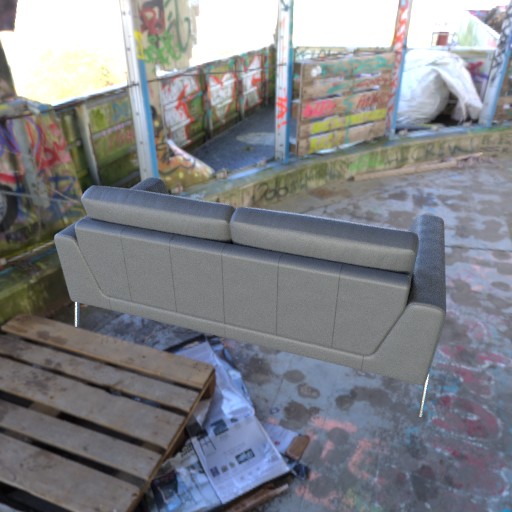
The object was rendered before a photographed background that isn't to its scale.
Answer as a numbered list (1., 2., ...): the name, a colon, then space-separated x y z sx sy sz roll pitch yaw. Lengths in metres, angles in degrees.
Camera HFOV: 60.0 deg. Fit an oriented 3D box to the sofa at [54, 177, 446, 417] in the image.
1. sofa: 0.000 0.000 2.567 2.017 0.875 0.953 10 32 17
